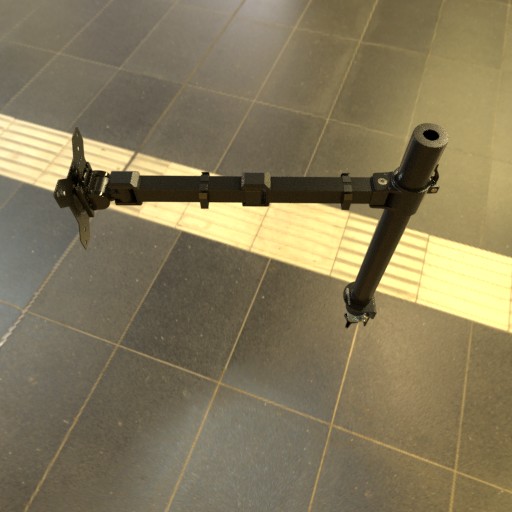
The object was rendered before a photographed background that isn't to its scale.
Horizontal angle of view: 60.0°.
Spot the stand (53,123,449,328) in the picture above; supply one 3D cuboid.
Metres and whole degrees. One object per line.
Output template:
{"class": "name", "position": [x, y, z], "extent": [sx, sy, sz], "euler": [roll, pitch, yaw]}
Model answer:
{"class": "stand", "position": [0.000, 0.000, 0.709], "extent": [0.456, 0.510, 0.115], "euler": [1, 58, 0]}
